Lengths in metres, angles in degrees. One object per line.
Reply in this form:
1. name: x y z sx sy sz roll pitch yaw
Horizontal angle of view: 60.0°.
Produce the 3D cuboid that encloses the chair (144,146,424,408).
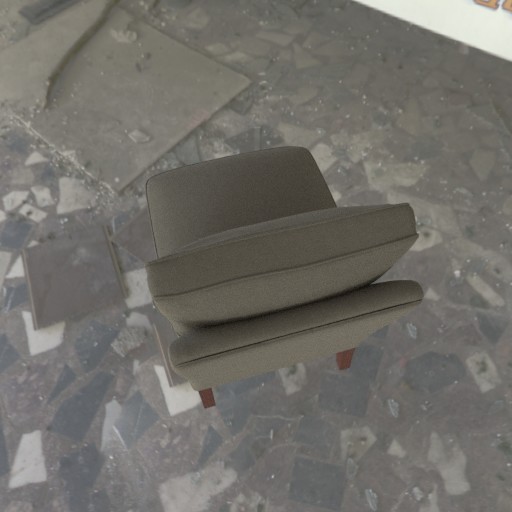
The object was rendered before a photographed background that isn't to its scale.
1. chair: 0.000 0.000 1.668 0.724 1.045 0.924 -13 61 -8
